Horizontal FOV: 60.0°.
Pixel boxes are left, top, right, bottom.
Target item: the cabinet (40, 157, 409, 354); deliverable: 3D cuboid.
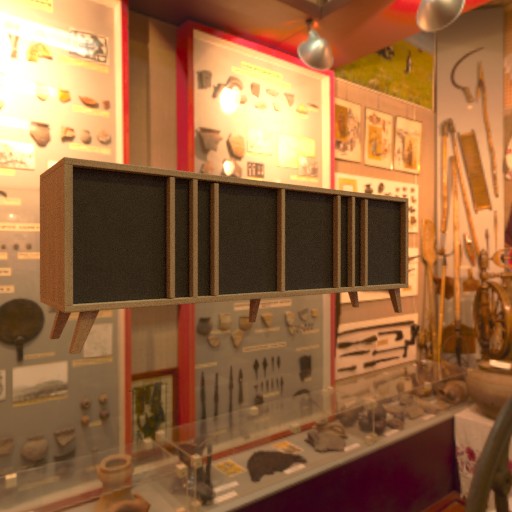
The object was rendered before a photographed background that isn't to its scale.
[{"bbox_3d":[0.000,0.000,2.568,2.198,0.779,0.499,0,0,-36],"label":"cabinet"}]
